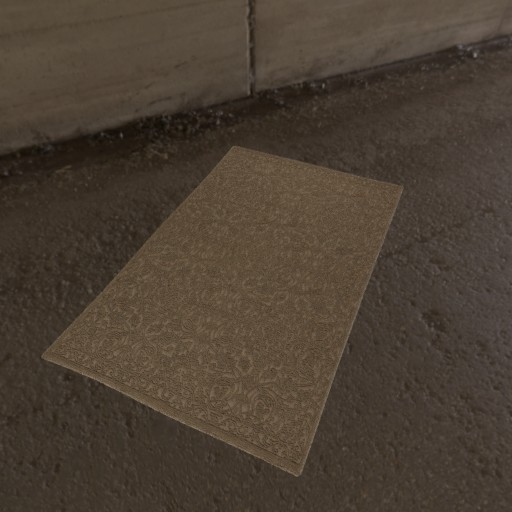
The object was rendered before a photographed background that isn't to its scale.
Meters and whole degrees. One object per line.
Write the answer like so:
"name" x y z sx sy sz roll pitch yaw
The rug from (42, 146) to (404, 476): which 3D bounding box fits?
"rug" 0.000 0.000 3.018 1.529 0.012 2.435 18 48 17
